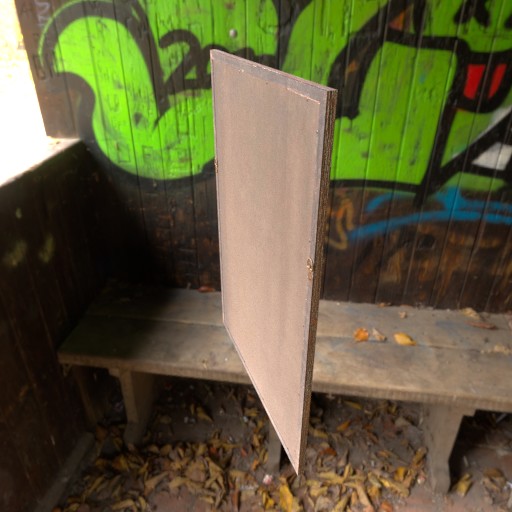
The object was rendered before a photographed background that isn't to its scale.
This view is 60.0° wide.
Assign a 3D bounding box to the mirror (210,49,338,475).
[{"bbox_3d":[0.000,0.000,1.244,0.025,0.996,0.705,-11,32,-18],"label":"mirror"}]
